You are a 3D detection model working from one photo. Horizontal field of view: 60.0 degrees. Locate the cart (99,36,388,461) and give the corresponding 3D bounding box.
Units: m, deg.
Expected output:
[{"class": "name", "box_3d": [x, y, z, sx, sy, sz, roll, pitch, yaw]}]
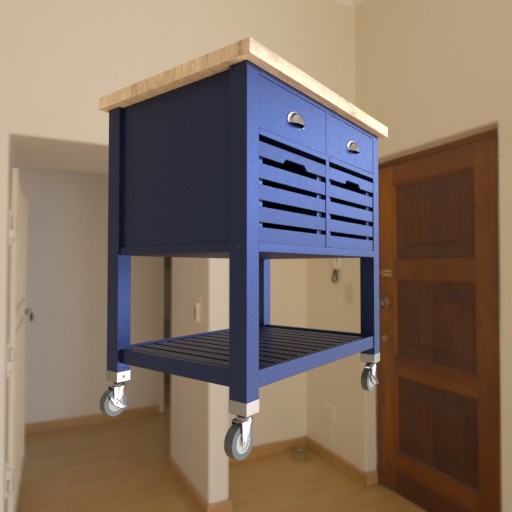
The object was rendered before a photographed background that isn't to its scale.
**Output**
[{"class": "cart", "box_3d": [0.000, 0.000, 1.421, 0.567, 0.920, 0.797, -1, -2, 38]}]
